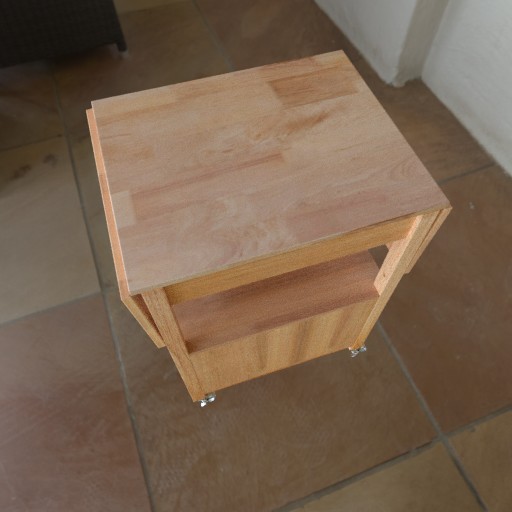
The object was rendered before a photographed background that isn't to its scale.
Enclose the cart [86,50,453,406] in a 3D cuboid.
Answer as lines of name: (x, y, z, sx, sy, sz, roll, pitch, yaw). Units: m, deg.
cart: (0.000, 0.000, 1.263, 0.640, 0.838, 0.508, -16, 60, -9)
